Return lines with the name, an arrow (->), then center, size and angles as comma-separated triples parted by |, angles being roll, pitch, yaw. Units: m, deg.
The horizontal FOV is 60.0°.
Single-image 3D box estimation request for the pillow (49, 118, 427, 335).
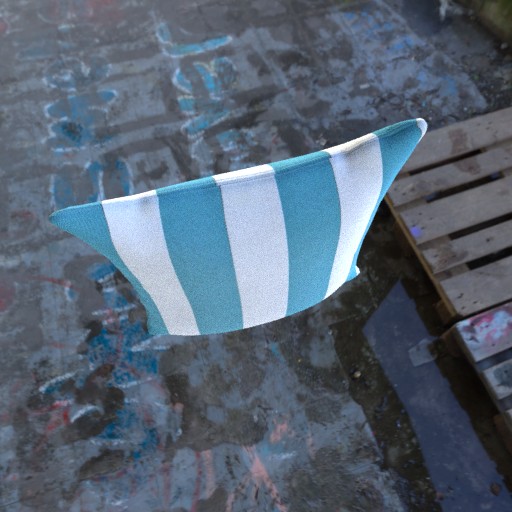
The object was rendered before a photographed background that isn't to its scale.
pillow -> 0.000, 0.000, 0.816 | 0.536, 0.526, 0.189 | -17, 65, -8
